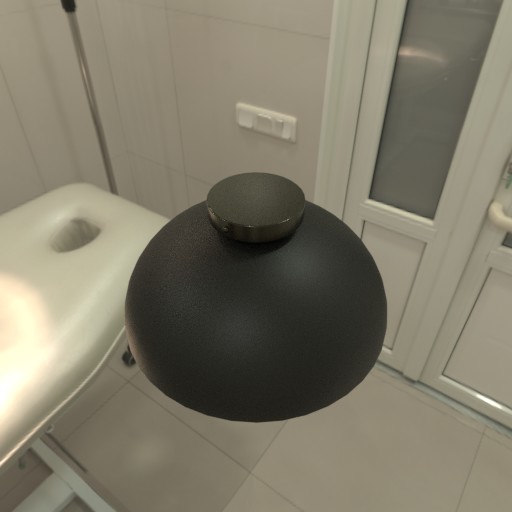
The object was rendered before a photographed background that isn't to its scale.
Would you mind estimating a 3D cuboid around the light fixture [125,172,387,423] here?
[{"bbox_3d":[0.000,0.000,0.562,0.355,0.177,0.355,0,41,0],"label":"light fixture"}]
